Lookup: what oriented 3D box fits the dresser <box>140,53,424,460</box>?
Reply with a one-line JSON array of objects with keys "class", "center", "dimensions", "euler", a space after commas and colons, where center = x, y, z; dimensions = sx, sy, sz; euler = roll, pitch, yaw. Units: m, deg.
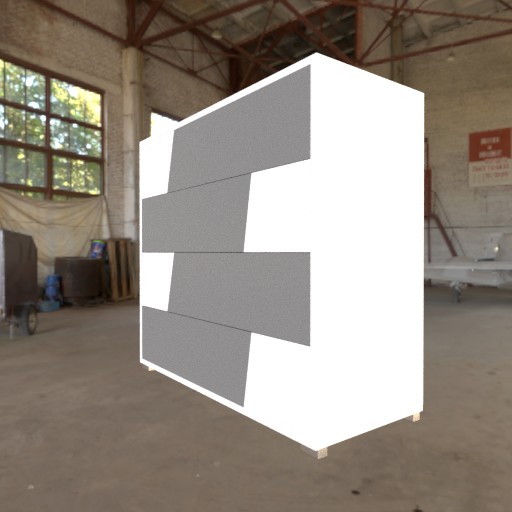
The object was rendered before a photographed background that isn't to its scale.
[{"class": "dresser", "center": [0.000, 0.000, 1.659], "dimensions": [0.460, 1.000, 1.100], "euler": [0, 1, -37]}]
